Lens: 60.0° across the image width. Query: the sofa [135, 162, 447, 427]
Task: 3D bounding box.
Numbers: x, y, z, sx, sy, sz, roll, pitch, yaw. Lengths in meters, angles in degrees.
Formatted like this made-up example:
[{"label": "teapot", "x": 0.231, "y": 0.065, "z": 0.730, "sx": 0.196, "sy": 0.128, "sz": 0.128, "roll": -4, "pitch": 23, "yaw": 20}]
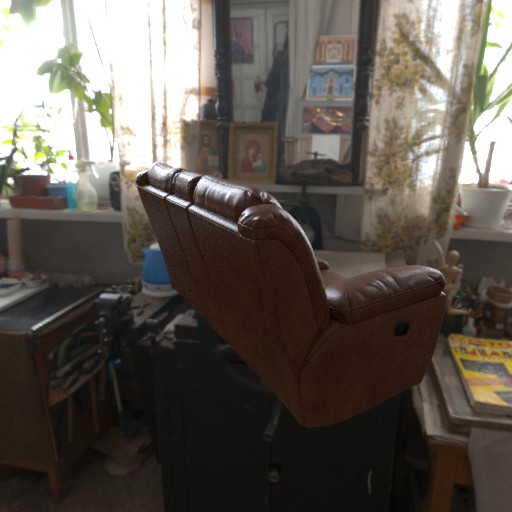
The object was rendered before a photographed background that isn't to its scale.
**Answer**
[{"label": "sofa", "x": 0.000, "y": 0.000, "z": 2.665, "sx": 0.991, "sy": 1.043, "sz": 2.058, "roll": -8, "pitch": 18, "yaw": -26}]
